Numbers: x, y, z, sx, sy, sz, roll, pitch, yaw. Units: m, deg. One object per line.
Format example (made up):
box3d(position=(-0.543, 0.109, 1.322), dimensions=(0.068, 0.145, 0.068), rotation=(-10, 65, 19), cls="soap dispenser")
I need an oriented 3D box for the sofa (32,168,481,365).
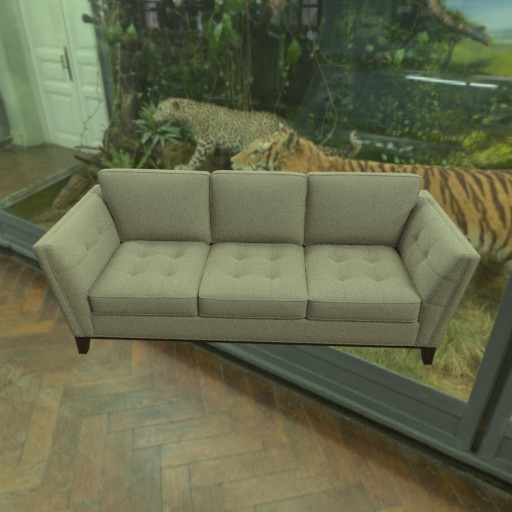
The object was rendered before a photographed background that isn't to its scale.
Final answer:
box3d(position=(0.000, 0.000, 2.904), dimensions=(2.388, 0.940, 0.965), rotation=(1, 30, 2), cls="sofa")
